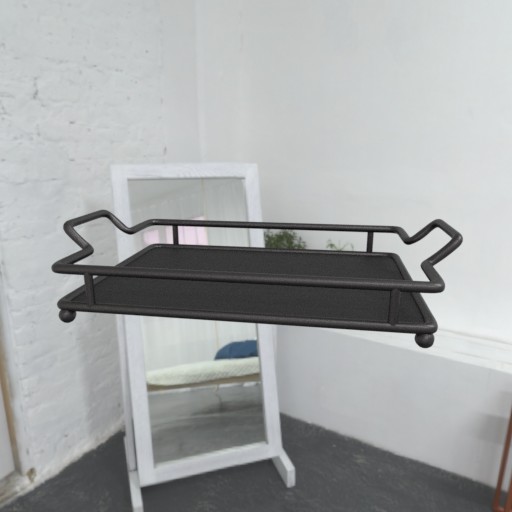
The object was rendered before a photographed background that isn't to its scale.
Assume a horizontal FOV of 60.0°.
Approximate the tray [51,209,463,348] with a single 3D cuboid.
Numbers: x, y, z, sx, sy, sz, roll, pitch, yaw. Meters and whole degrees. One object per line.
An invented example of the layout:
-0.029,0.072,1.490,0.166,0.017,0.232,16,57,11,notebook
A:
0.000,0.000,0.602,0.495,0.101,0.297,2,15,9,tray
